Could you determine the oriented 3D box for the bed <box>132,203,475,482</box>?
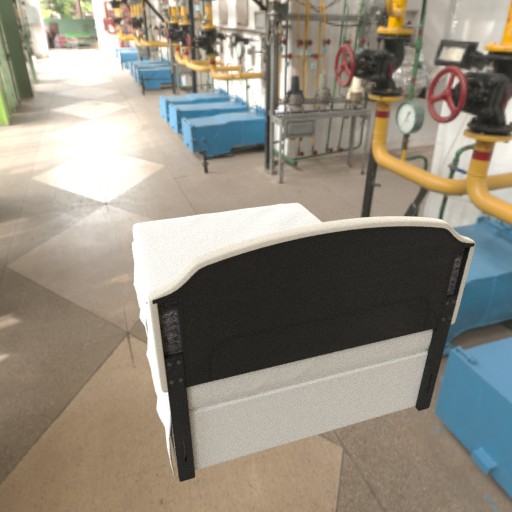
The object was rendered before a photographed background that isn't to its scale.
[{"bbox_3d":[0.000,0.000,2.916,1.558,1.270,1.999,-9,29,-17],"label":"bed"}]
